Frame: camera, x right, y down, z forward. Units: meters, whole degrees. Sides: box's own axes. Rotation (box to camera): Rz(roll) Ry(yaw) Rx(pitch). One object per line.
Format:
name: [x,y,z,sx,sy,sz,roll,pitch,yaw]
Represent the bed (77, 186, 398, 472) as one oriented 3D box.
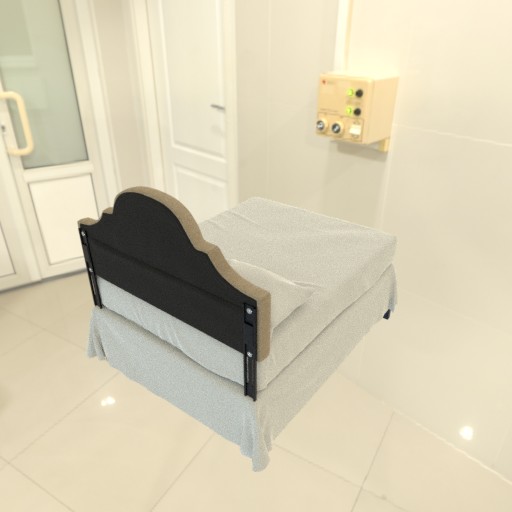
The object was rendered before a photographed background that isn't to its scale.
bed: [0.000,0.000,3.464,1.780,1.634,2.222,21,35,33]
